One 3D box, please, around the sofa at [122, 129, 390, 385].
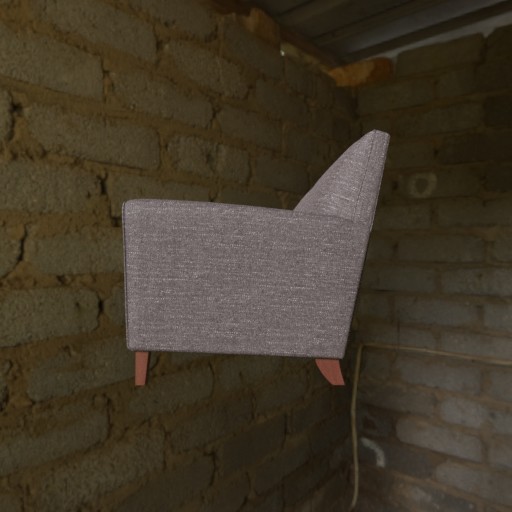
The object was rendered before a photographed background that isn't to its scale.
[{"bbox_3d":[0.000,0.000,2.393,0.875,0.846,1.976,0,1,0],"label":"sofa"}]
